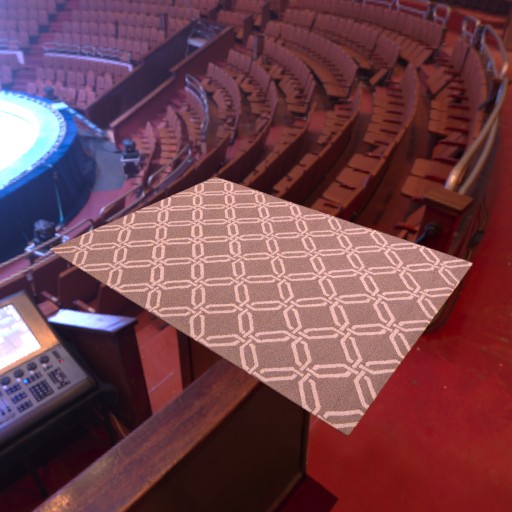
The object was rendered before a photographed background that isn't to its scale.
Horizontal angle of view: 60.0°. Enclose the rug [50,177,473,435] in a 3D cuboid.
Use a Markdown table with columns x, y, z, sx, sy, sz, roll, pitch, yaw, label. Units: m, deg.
| x | y | z | sx | sy | sz | roll | pitch | yaw | label |
| --- | --- | --- | --- | --- | --- | --- | --- | --- | --- |
| 0.000 | 0.000 | 4.383 | 3.419 | 0.020 | 2.441 | 24 | 39 | 32 | rug |
